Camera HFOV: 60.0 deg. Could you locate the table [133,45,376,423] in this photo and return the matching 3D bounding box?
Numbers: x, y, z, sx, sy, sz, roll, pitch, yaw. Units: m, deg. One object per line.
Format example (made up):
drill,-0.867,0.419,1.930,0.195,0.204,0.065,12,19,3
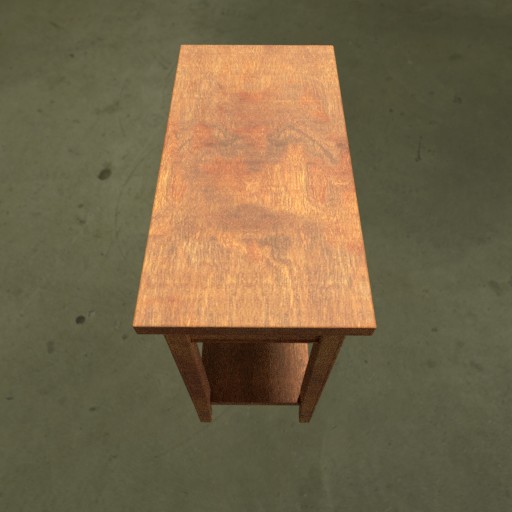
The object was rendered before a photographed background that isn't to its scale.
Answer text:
table,0.000,0.000,0.973,0.305,0.610,0.610,0,57,0
